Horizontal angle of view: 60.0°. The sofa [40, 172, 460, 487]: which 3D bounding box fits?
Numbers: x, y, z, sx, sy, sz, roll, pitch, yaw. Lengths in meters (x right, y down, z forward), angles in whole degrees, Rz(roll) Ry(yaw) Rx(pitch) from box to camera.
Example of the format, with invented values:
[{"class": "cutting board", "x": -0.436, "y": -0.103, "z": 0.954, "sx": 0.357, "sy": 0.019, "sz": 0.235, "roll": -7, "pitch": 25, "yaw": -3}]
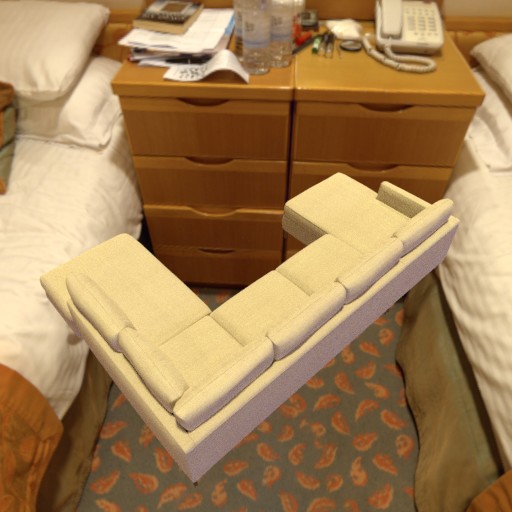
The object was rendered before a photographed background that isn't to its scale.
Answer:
[{"class": "sofa", "x": 0.000, "y": 0.000, "z": 3.477, "sx": 2.737, "sy": 0.756, "sz": 1.879, "roll": -33, "pitch": 53, "yaw": -29}]
